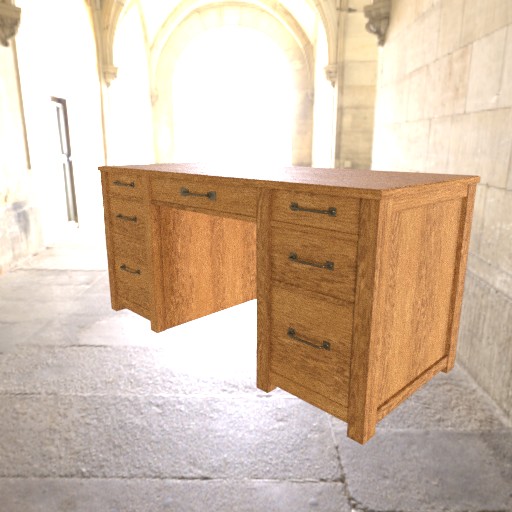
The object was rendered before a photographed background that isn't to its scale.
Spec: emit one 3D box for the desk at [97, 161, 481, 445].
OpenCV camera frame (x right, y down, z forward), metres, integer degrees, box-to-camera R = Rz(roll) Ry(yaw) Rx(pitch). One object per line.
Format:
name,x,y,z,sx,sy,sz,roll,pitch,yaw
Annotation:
desk,0.000,0.000,1.967,0.685,0.751,1.567,-14,20,-43
